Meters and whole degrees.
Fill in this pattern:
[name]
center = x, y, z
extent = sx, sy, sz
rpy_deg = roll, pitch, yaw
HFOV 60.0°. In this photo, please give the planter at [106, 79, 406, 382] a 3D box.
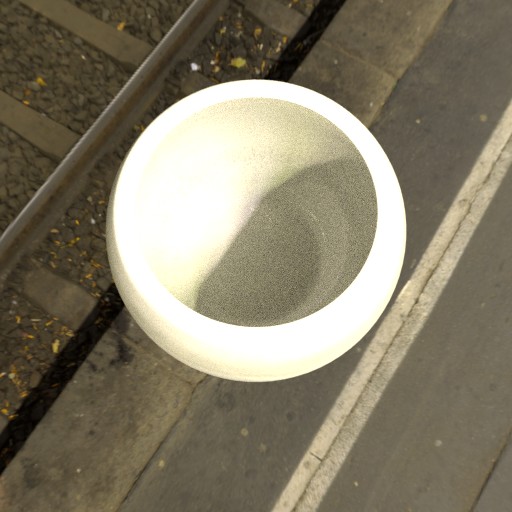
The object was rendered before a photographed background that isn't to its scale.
[planter]
center = 0.000, 0.000, 0.415
extent = 0.222, 0.278, 0.222
rpy_deg = 0, 76, 0
